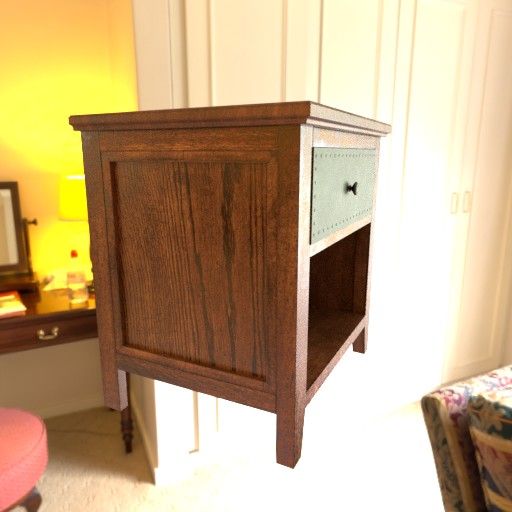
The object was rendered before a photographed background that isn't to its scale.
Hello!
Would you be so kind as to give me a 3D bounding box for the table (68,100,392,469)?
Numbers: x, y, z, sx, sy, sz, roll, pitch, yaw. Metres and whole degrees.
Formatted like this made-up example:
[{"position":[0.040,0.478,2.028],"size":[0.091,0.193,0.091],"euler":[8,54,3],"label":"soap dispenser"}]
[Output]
[{"position":[0.000,0.000,1.016],"size":[0.461,0.597,0.586],"euler":[7,14,26],"label":"table"}]
